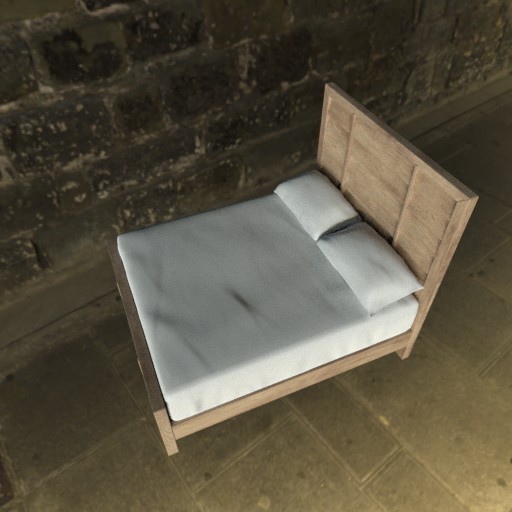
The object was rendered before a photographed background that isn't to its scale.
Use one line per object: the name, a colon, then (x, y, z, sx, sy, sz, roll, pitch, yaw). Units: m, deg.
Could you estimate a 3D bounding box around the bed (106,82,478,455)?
bed: (0.000, 0.000, 3.284, 2.017, 1.631, 1.615, -17, 47, -16)
